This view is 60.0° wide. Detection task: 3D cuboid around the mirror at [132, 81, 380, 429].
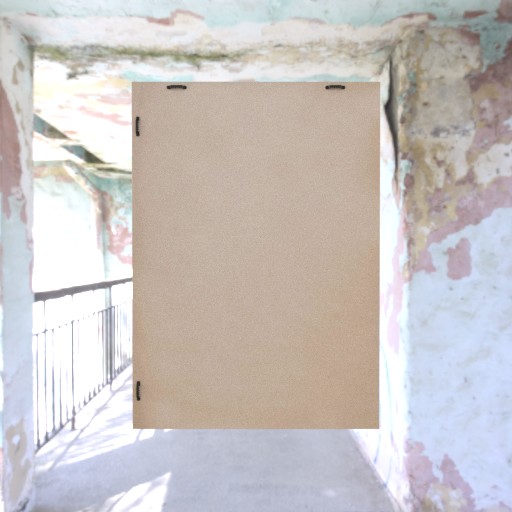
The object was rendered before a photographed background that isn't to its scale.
[{"bbox_3d":[0.000,0.000,0.920,0.507,0.710,0.039,0,1,0],"label":"mirror"}]
